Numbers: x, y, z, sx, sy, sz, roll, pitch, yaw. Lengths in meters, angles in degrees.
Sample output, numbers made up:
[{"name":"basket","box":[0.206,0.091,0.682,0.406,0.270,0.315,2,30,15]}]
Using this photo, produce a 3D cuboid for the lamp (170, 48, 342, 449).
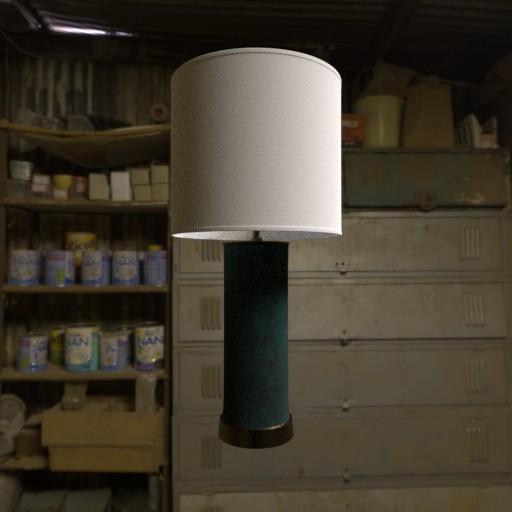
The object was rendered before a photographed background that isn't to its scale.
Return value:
[{"name":"lamp","box":[0.000,0.000,0.792,0.301,0.630,0.301,0,-1,-1]}]
